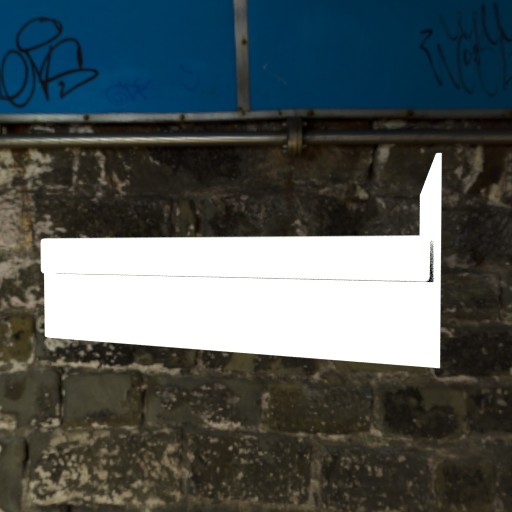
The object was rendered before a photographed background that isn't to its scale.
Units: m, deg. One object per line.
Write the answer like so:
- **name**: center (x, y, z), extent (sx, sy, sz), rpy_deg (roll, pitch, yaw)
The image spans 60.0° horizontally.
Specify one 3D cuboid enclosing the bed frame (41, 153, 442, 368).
- **bed frame**: center (0.000, 0.000, 2.607), extent (1.900, 0.800, 1.400), rpy_deg (0, 1, 18)
